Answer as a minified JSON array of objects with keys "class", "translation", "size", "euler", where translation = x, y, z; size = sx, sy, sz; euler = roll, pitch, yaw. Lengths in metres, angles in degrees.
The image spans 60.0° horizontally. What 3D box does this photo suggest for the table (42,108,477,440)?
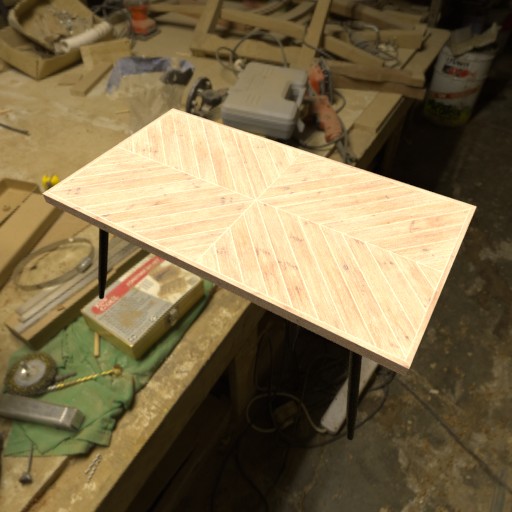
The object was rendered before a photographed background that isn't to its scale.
[{"class":"table","translation":[0.000,0.000,2.373],"size":[1.803,0.762,0.991],"euler":[24,50,21]}]
